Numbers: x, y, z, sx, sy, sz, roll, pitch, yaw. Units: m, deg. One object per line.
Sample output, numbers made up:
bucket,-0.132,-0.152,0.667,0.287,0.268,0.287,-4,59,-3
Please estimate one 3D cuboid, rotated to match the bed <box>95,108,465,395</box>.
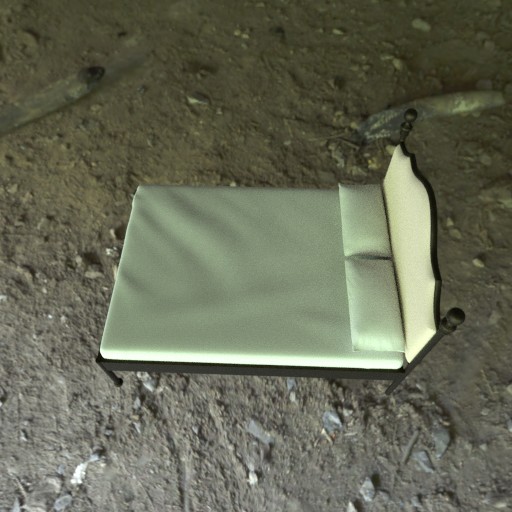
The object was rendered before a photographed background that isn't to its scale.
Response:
bed,0.000,0.000,3.324,2.224,1.499,1.642,2,58,1
